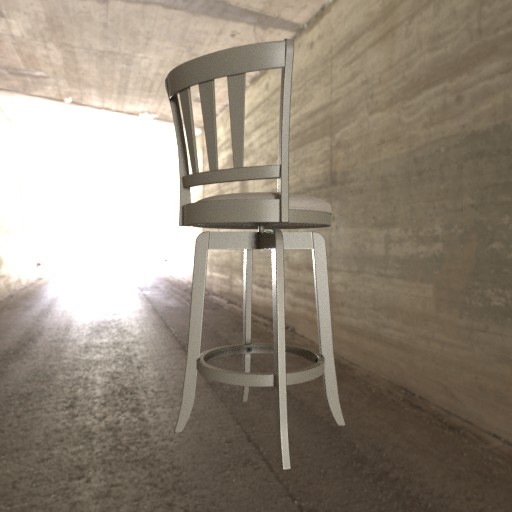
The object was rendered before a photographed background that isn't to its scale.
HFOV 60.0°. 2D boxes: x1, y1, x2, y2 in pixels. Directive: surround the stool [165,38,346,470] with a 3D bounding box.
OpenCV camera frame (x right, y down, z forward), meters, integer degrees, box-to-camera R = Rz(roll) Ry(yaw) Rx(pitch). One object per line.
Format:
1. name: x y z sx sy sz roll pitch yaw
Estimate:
1. stool: 0.000 0.000 1.306 0.436 1.042 0.475 1 1 35
